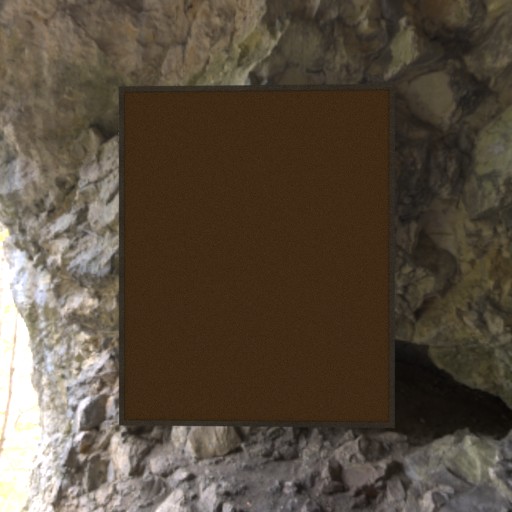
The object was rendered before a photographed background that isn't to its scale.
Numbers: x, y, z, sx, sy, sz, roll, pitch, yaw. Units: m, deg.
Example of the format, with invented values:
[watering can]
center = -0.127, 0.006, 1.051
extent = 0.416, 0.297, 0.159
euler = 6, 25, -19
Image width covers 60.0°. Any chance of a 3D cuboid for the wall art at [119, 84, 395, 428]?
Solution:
[wall art]
center = 0.000, 0.000, 0.690
extent = 0.421, 0.521, 0.032
euler = 0, 0, 1
